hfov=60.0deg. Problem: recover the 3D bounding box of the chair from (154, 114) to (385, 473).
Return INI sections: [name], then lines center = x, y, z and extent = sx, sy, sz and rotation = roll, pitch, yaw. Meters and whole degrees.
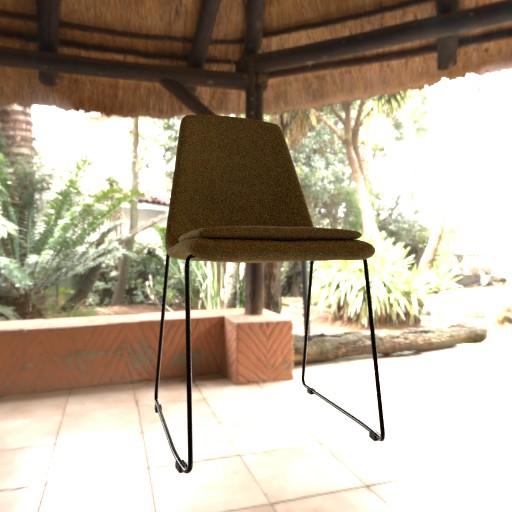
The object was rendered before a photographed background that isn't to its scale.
[chair]
center = 0.000, 0.000, 1.140
extent = 0.479, 0.849, 0.496
rotation = 0, 1, -19
